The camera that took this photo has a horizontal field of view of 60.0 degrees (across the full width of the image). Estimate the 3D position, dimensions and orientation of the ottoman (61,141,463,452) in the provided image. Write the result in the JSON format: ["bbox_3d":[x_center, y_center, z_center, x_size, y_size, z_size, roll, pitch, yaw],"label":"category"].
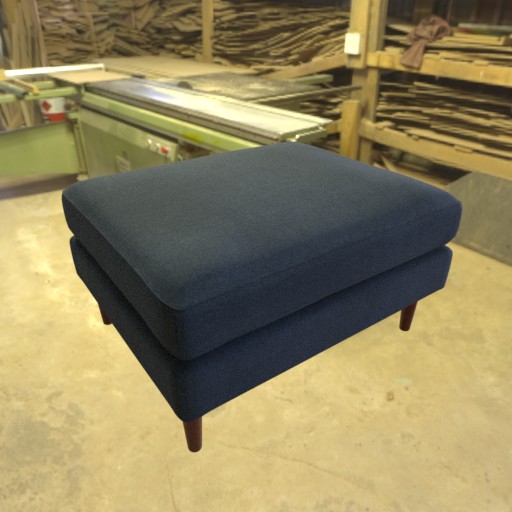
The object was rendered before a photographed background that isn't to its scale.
[{"bbox_3d":[0.000,0.000,1.227,0.821,0.474,0.693,-19,34,-31],"label":"ottoman"}]
